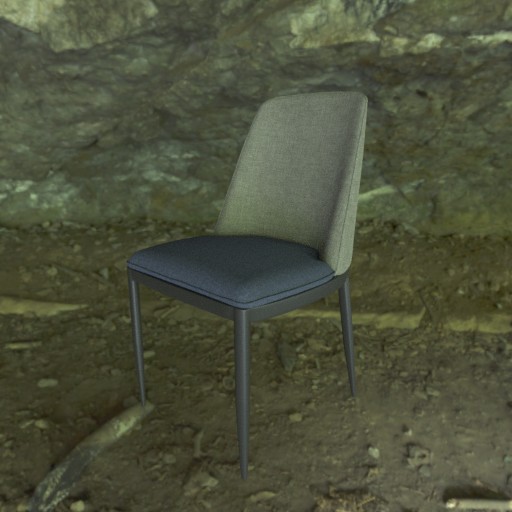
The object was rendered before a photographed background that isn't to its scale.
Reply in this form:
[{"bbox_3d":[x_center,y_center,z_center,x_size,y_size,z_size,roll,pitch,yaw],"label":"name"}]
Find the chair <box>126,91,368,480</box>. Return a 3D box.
[{"bbox_3d":[0.000,0.000,1.189,0.488,0.855,0.550,14,21,41],"label":"chair"}]
